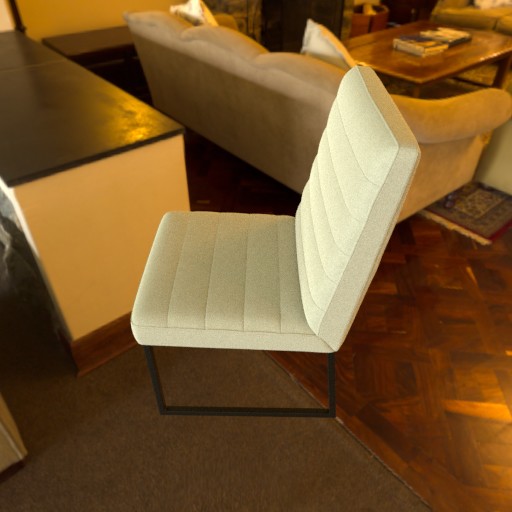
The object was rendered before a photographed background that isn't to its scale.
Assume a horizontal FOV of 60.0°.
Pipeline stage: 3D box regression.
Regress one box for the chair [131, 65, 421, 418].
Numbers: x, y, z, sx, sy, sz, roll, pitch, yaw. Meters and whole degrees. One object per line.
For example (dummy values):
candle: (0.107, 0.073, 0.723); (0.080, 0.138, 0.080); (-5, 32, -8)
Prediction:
chair: (0.000, 0.000, 1.282); (0.634, 0.930, 0.520); (1, 39, 1)
